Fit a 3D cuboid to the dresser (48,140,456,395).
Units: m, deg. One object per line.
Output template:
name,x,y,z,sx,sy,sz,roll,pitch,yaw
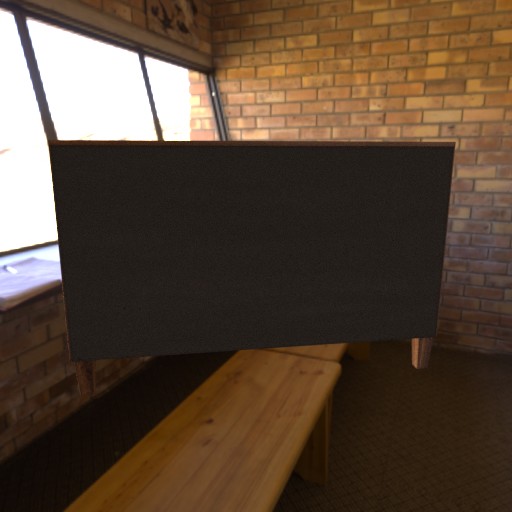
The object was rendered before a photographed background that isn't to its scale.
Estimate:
dresser,0.000,0.000,1.799,1.387,0.892,0.438,-2,13,-9
